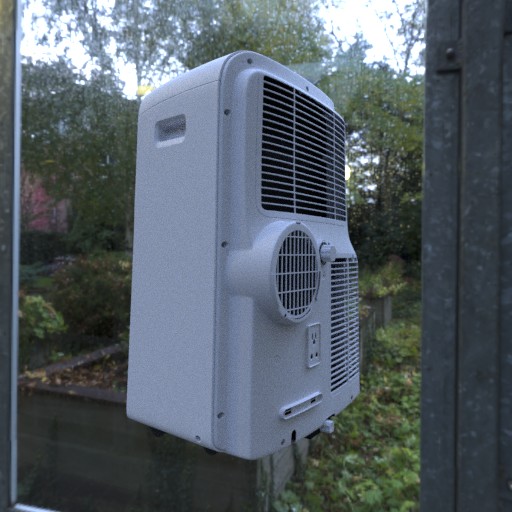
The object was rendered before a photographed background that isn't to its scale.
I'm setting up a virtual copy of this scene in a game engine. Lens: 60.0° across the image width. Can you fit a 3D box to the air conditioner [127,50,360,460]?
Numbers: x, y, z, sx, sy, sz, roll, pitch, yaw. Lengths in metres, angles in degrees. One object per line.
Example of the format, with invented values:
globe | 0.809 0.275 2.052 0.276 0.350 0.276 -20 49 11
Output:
air conditioner | 0.000 0.000 0.940 0.365 0.700 0.454 0 0 35
